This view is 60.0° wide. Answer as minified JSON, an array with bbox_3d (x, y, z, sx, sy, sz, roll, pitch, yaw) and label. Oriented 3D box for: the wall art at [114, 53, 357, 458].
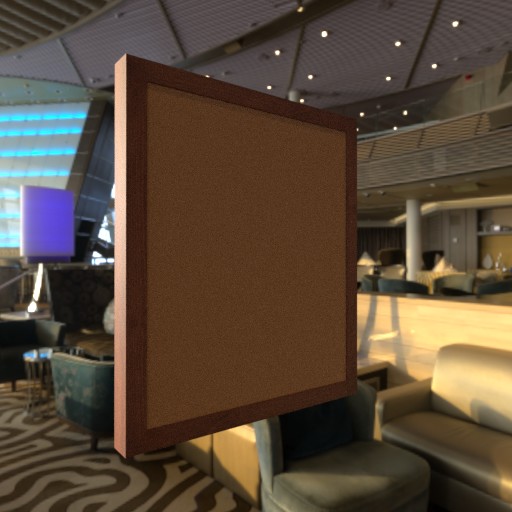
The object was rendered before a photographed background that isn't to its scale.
[{"bbox_3d":[0.000,0.000,0.529,0.330,0.381,0.030,0,0,-37],"label":"wall art"}]
